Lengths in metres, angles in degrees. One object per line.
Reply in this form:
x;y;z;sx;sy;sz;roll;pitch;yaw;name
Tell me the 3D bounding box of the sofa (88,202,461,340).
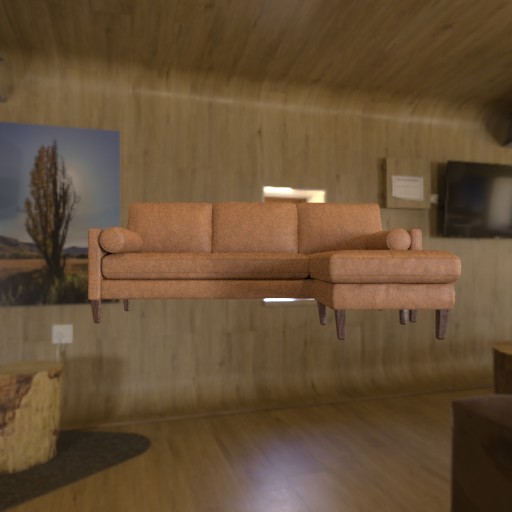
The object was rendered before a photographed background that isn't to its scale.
0.000;0.000;2.934;2.178;0.876;1.506;0;-1;-1;sofa
